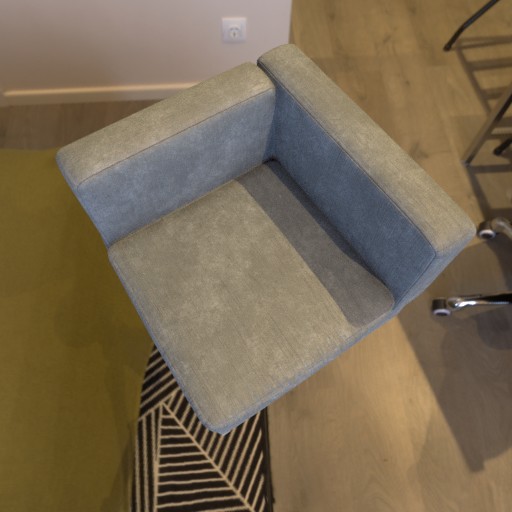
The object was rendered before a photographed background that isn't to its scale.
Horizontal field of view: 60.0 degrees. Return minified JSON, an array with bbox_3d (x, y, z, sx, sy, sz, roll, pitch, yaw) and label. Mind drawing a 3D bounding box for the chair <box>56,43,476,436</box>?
[{"bbox_3d":[0.000,0.000,1.200,0.680,0.660,0.680,-31,68,-14],"label":"chair"}]
